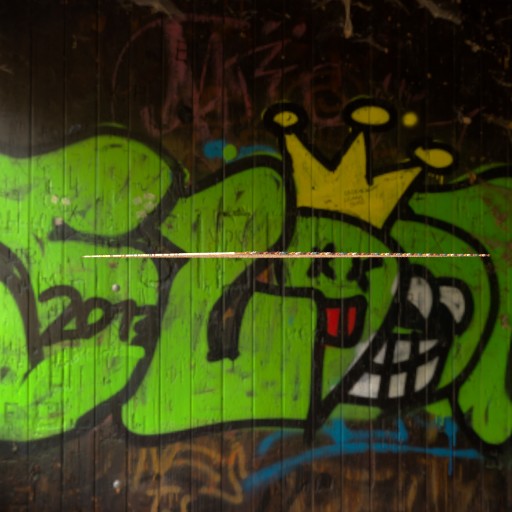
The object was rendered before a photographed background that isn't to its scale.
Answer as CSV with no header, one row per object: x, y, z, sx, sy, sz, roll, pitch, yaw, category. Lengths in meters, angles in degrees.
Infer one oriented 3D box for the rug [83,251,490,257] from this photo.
0.000,0.000,4.304,2.439,0.015,3.274,0,-1,-35,rug
